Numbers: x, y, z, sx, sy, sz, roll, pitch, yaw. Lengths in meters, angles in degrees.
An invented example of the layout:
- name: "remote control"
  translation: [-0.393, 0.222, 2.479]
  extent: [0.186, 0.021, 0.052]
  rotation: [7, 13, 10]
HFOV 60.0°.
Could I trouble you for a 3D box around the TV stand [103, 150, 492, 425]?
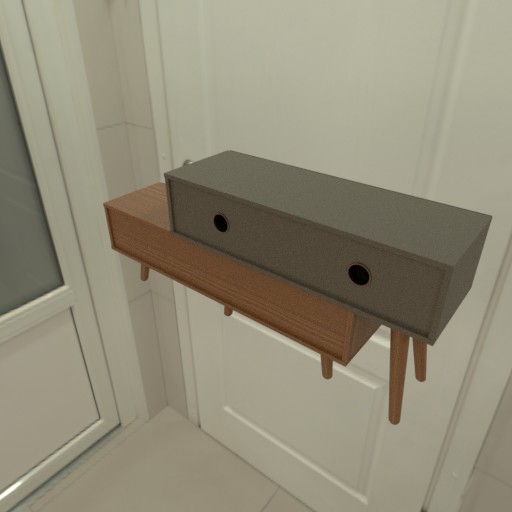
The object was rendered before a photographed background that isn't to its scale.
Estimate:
- name: "TV stand"
  translation: [0.000, 0.000, 1.561]
  extent: [1.336, 0.591, 0.329]
  rotation: [22, 37, 32]
